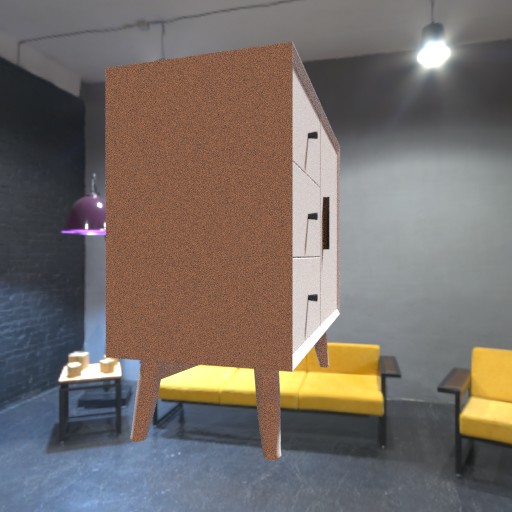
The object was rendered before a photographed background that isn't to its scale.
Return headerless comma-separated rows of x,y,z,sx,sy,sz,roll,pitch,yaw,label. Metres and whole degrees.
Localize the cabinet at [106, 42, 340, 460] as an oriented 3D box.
0.000,0.000,1.222,0.398,0.761,0.800,0,0,17,cabinet
